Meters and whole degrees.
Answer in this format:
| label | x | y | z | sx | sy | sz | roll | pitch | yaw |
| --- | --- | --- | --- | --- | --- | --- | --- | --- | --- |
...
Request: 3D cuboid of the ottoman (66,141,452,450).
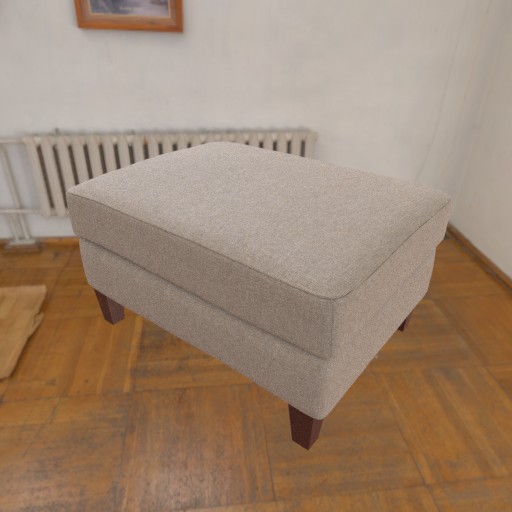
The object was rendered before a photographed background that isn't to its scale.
| label | x | y | z | sx | sy | sz | roll | pitch | yaw |
| --- | --- | --- | --- | --- | --- | --- | --- | --- | --- |
| ottoman | 0.000 | 0.000 | 1.334 | 0.898 | 0.519 | 0.677 | 22 | 36 | 33 |
